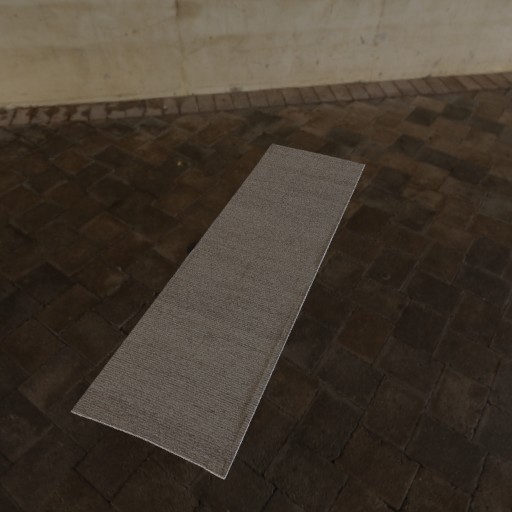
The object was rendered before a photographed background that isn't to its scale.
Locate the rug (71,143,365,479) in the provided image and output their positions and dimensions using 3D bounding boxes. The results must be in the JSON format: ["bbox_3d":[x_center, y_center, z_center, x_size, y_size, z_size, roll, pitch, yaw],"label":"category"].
[{"bbox_3d":[0.000,0.000,2.605,0.741,0.014,2.390,17,48,16],"label":"rug"}]
